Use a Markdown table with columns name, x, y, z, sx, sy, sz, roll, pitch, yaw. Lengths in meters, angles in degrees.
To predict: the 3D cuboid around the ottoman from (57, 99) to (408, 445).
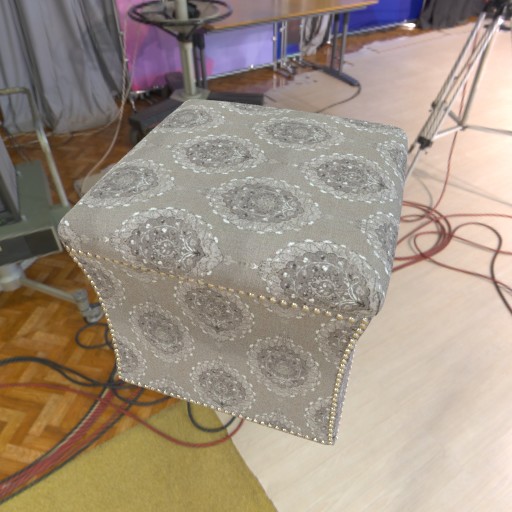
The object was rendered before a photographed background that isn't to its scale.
| name | x | y | z | sx | sy | sz | roll | pitch | yaw |
| --- | --- | --- | --- | --- | --- | --- | --- | --- | --- |
| ottoman | 0.000 | 0.000 | 0.910 | 0.507 | 0.473 | 0.497 | 13 | 44 | 13 |
